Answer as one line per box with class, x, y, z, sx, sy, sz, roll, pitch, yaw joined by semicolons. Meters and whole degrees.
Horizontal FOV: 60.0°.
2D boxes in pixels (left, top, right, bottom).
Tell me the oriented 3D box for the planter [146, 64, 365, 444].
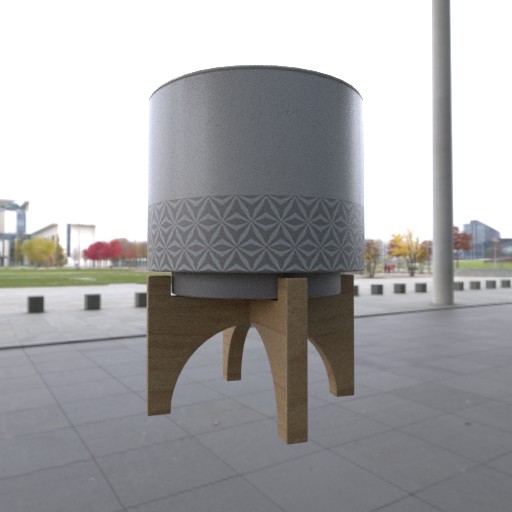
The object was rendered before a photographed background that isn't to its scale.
planter;0.000;0.000;0.521;0.249;0.343;0.249;0;-1;0
